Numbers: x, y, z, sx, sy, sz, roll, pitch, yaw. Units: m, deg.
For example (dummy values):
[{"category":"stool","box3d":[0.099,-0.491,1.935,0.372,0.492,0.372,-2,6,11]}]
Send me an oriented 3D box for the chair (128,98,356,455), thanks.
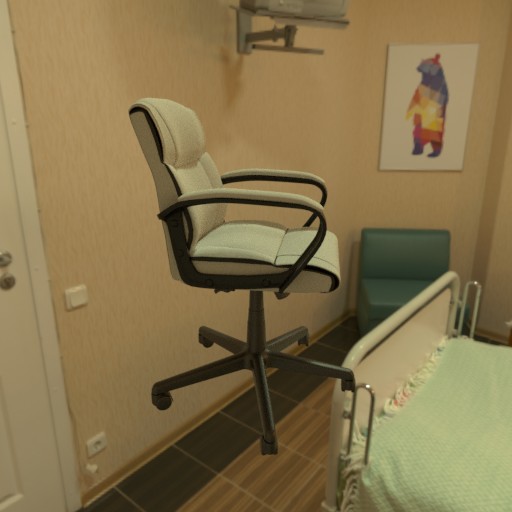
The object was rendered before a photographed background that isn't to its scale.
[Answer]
[{"category":"chair","box3d":[0.000,0.000,1.489,0.717,1.004,0.739,3,17,9]}]
